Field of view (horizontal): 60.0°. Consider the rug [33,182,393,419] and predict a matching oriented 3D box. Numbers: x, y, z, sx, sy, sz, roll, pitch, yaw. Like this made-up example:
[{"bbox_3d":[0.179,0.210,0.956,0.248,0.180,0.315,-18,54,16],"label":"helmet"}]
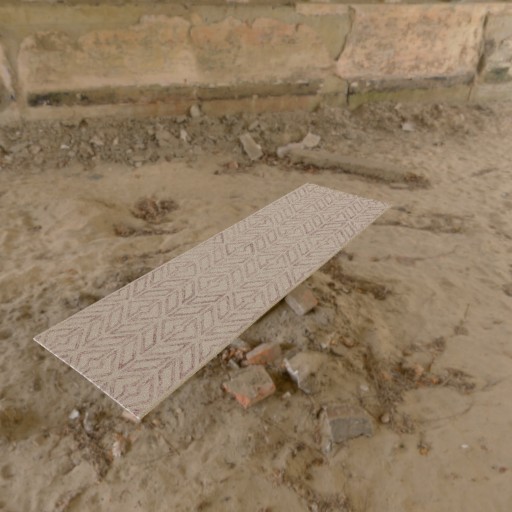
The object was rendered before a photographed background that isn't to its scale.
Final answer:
[{"bbox_3d":[0.000,0.000,2.690,0.750,0.009,2.435,21,37,31],"label":"rug"}]
